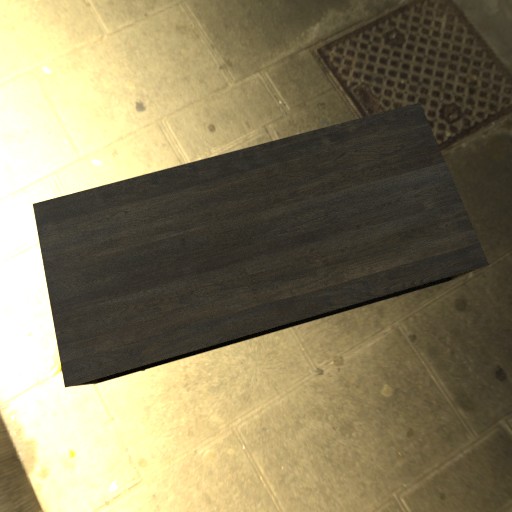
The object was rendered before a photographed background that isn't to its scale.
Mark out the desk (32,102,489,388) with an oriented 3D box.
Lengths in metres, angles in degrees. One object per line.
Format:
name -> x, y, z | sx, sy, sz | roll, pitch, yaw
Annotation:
desk -> 0.000, 0.000, 2.064 | 1.600, 0.780, 0.730 | -16, 77, -4
